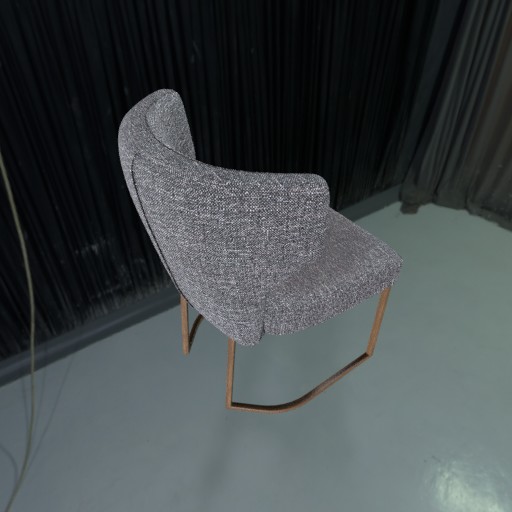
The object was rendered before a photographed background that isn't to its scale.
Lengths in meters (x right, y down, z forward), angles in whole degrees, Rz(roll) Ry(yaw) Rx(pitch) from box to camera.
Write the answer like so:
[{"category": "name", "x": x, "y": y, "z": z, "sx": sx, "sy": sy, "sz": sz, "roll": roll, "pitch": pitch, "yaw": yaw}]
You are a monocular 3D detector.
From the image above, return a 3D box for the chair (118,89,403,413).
[{"category": "chair", "x": 0.000, "y": 0.000, "z": 1.242, "sx": 0.617, "sy": 0.824, "sz": 0.611, "roll": -26, "pitch": 46, "yaw": -27}]
